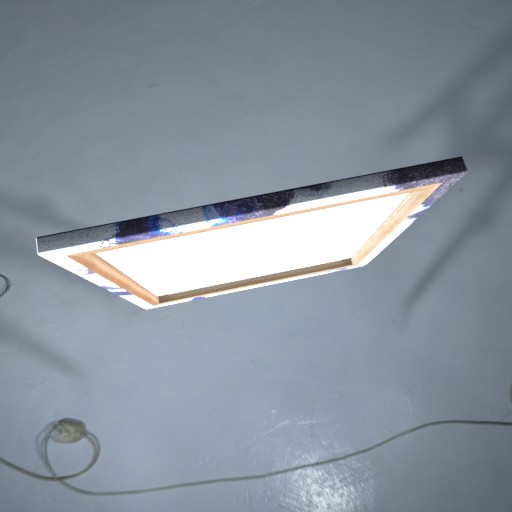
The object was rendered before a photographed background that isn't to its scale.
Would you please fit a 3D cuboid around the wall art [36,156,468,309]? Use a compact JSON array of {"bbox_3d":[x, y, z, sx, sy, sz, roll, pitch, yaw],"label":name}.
[{"bbox_3d":[0.000,0.000,1.326,0.887,0.885,0.038,-11,76,-3],"label":"wall art"}]
